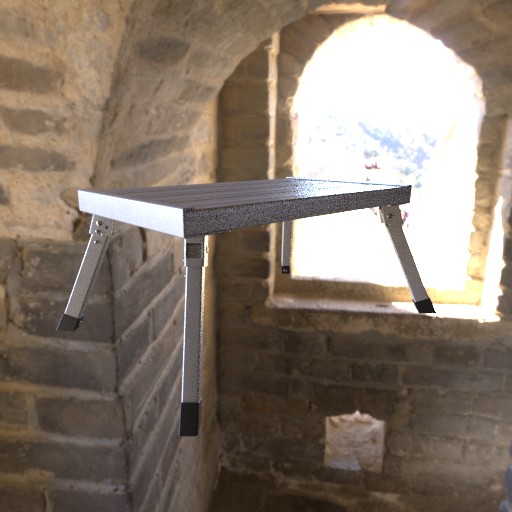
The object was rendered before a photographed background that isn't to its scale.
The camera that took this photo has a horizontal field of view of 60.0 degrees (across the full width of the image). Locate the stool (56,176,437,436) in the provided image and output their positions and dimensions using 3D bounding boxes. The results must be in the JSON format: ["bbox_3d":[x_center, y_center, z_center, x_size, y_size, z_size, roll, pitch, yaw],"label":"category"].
[{"bbox_3d":[0.000,0.000,0.726,0.535,0.225,0.385,-12,18,-41],"label":"stool"}]
